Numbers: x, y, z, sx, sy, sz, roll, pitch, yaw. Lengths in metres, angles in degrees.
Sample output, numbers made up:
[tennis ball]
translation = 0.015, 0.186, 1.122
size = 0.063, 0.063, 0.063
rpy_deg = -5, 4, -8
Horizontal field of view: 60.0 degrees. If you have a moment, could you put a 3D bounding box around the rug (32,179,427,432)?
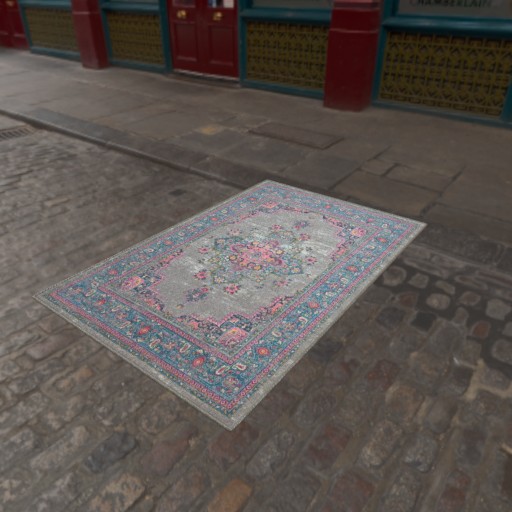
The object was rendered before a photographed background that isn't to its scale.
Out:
[rug]
translation = 0.000, 0.000, 2.236
size = 1.144, 0.014, 1.748
rpy_deg = 21, 37, 31
